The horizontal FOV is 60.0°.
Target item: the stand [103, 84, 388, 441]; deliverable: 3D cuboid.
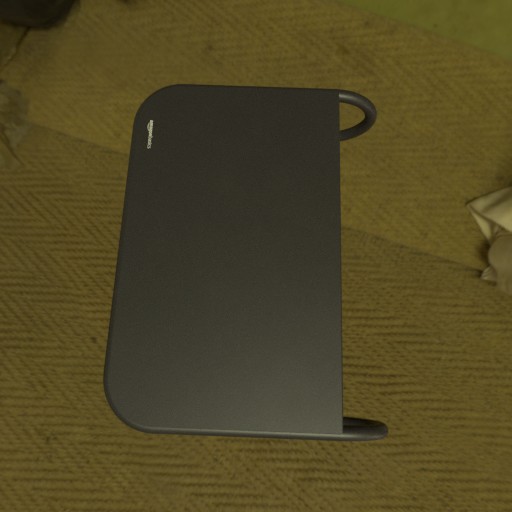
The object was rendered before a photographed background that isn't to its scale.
[{"bbox_3d":[0.000,0.000,0.498,0.280,0.108,0.370,2,75,1],"label":"stand"}]
